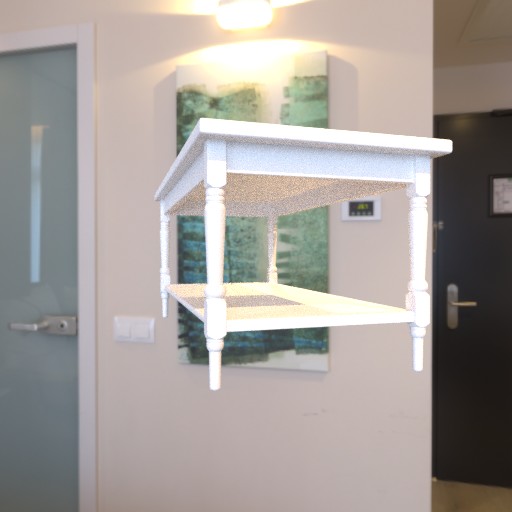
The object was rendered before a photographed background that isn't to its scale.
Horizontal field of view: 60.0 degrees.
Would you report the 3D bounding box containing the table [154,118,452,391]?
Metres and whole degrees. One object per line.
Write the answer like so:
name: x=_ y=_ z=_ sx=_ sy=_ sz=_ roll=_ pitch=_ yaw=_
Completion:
table: x=0.000 y=0.000 z=1.408 sx=0.550 sy=0.510 sz=1.107 roll=0 pitch=1 yaw=-17
